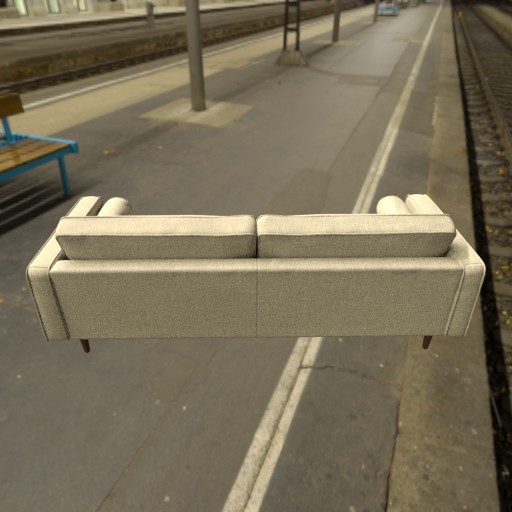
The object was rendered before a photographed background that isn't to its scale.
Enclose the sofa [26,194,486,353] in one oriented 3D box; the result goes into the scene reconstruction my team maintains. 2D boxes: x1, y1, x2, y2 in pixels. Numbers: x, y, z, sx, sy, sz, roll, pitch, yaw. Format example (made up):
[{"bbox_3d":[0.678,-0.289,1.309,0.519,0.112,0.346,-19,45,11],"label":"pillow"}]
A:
[{"bbox_3d":[0.000,0.000,2.556,2.211,0.762,0.914,0,31,-1],"label":"sofa"}]
